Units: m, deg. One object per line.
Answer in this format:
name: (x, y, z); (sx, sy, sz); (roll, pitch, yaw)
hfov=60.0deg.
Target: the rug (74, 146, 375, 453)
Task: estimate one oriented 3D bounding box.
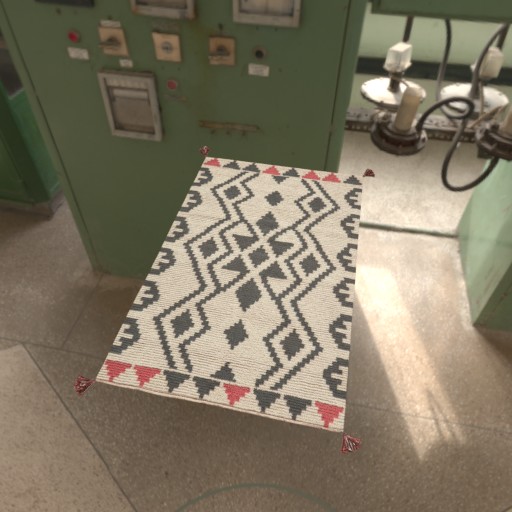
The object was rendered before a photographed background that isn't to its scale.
rug: (0.000, 0.000, 3.416); (1.741, 0.066, 2.672); (9, 48, 8)
